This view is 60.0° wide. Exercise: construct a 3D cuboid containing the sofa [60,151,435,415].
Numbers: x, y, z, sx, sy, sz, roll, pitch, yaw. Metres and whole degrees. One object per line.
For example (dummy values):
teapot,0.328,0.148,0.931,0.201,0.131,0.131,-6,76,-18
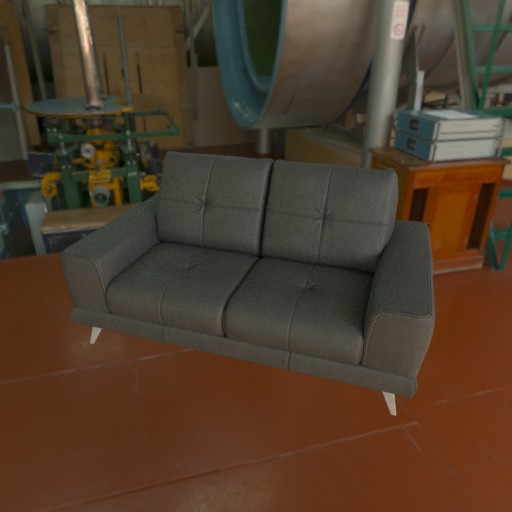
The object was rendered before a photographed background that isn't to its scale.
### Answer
sofa,0.000,0.000,2.406,1.806,0.907,1.018,9,28,16
